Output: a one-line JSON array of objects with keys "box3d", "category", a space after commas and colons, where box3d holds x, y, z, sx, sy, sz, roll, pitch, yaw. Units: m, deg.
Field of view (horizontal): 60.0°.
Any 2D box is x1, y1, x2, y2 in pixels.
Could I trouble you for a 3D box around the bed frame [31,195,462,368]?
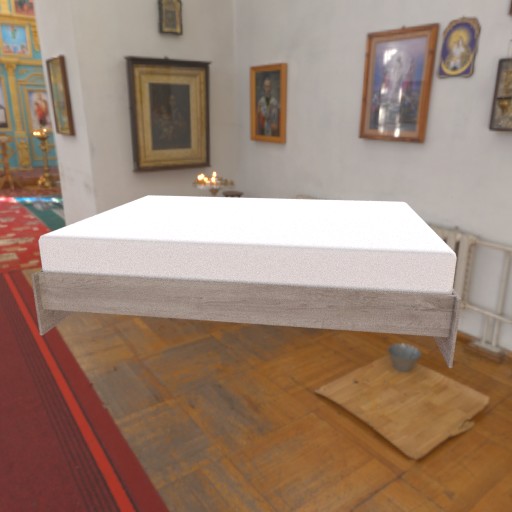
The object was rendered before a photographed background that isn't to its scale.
[{"box3d": [0.000, 0.000, 2.673, 1.945, 0.497, 1.445, 3, 17, 9], "category": "bed frame"}]
